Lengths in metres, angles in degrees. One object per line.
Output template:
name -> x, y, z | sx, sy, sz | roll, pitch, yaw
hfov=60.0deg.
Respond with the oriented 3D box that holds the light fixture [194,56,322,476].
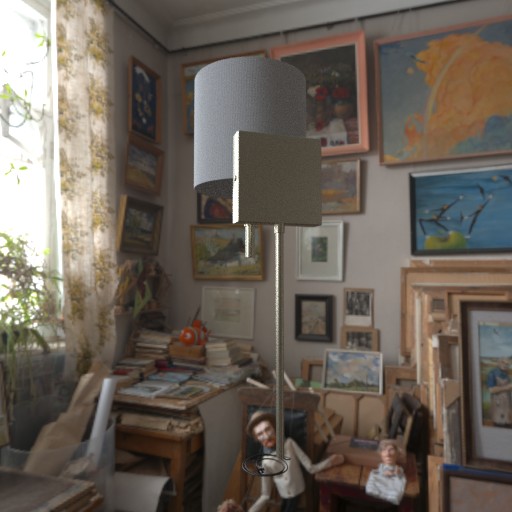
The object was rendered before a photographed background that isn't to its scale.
light fixture -> 0.000, 0.000, 0.712 | 0.188, 0.589, 0.248 | 1, -3, -19
